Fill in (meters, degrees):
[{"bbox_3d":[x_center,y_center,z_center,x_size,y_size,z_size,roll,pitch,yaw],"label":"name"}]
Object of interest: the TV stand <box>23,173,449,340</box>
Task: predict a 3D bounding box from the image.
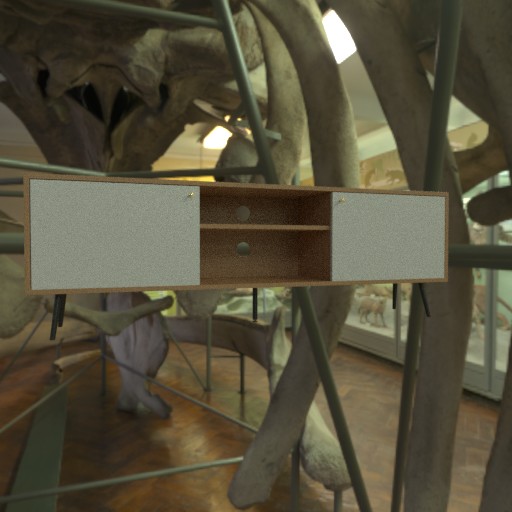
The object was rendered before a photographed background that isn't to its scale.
[{"bbox_3d":[0.000,0.000,1.935,1.760,0.580,0.400,0,1,-18],"label":"TV stand"}]
